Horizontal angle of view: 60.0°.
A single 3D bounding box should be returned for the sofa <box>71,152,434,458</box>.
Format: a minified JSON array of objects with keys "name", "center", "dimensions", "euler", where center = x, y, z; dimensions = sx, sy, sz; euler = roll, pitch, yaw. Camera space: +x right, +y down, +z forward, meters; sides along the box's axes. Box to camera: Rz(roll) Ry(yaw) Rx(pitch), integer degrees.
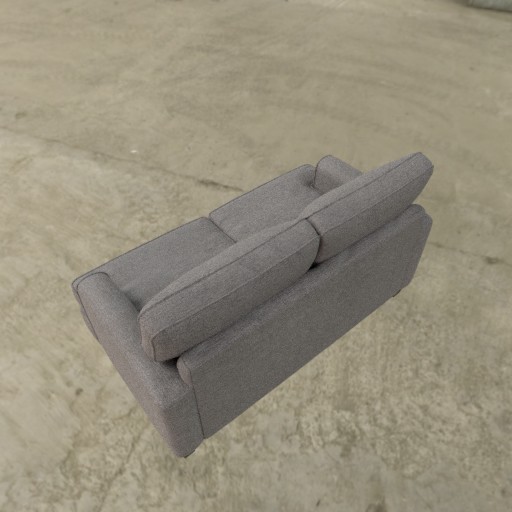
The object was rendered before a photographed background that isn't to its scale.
[{"name":"sofa","center":[0.000,0.000,2.253],"dimensions":[1.651,0.965,0.965],"euler":[-30,53,-26]}]
